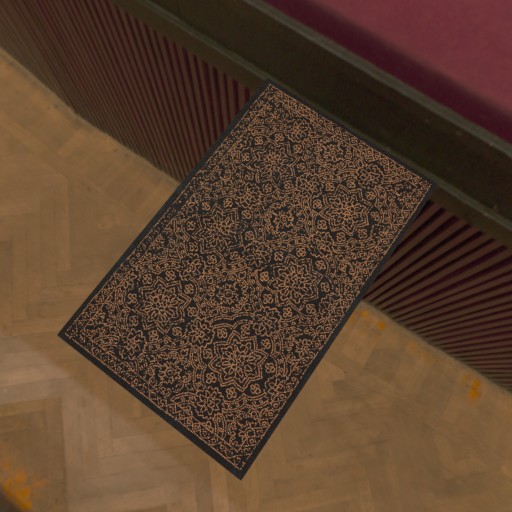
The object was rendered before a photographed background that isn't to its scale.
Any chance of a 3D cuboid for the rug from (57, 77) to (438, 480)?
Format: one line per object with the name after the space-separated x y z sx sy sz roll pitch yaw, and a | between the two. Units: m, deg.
0.000 0.000 3.098 1.526 0.015 2.441 35 78 8 | rug
